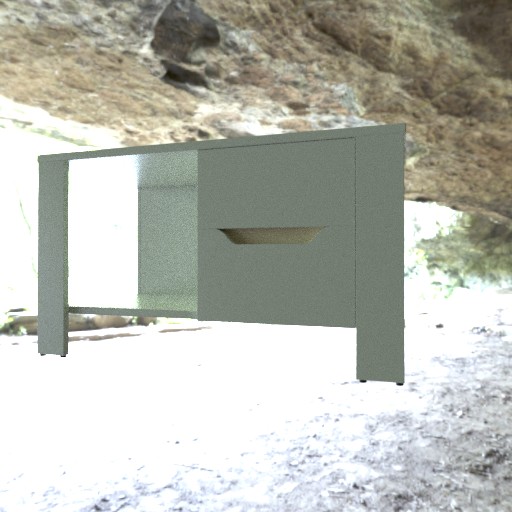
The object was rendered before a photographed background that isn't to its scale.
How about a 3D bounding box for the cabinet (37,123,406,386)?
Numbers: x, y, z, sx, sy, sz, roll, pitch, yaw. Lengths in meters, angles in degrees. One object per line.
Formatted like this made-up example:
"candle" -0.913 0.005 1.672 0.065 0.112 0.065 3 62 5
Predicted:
"cabinet" 0.000 0.000 1.273 0.800 0.460 0.800 0 0 17
